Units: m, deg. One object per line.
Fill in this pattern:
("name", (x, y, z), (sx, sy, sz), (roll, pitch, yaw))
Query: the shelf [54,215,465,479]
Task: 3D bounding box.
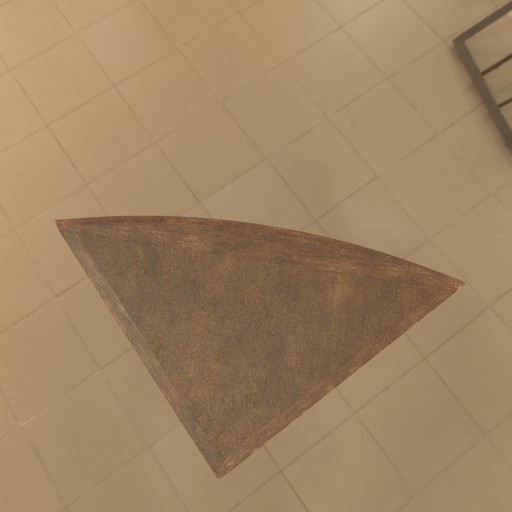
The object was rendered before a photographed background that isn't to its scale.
("shelf", (0.000, 0.000, 0.479), (0.310, 0.050, 0.310), (-35, 78, -9))
